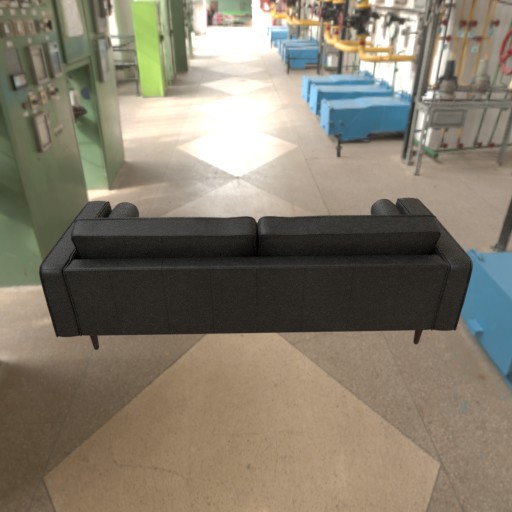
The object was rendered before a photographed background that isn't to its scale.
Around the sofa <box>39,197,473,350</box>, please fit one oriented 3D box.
[{"bbox_3d":[0.000,0.000,2.665,2.210,0.762,0.914,-1,30,-1],"label":"sofa"}]
